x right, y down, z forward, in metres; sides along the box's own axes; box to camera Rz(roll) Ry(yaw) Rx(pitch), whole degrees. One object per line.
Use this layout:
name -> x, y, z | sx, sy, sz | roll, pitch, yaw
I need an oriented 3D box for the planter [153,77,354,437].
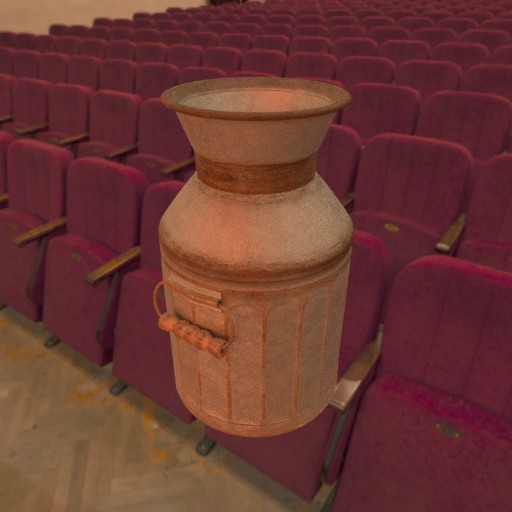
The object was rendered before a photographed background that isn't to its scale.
planter -> 0.000, 0.000, 0.507 | 0.215, 0.358, 0.248 | 20, 36, 30
